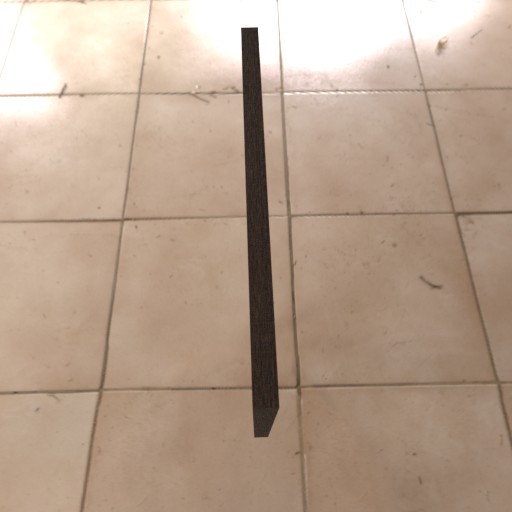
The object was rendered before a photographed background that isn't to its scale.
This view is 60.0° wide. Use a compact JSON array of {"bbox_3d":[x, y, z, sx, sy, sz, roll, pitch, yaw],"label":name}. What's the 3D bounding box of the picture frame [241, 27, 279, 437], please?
[{"bbox_3d":[0.000,0.000,0.754,0.026,0.455,0.546,-2,64,-1],"label":"picture frame"}]
